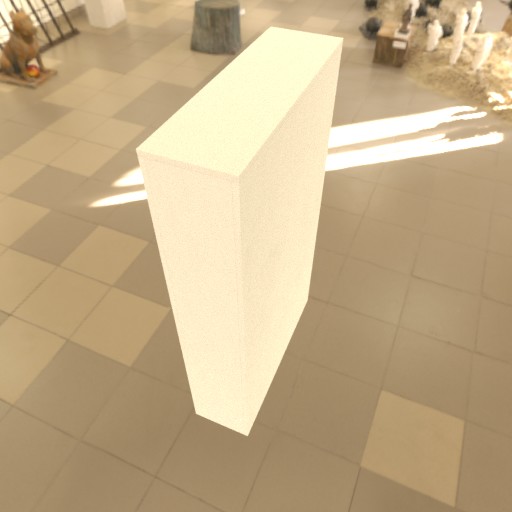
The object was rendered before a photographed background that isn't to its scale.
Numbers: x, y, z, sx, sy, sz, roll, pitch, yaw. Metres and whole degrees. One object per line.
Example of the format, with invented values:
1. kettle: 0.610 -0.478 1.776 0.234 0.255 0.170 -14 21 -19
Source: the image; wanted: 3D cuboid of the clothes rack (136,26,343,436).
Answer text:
1. clothes rack: 0.000 0.000 1.592 0.250 1.280 0.750 17 49 16
